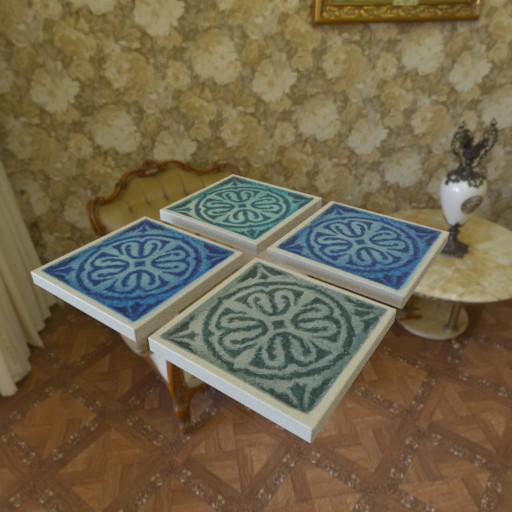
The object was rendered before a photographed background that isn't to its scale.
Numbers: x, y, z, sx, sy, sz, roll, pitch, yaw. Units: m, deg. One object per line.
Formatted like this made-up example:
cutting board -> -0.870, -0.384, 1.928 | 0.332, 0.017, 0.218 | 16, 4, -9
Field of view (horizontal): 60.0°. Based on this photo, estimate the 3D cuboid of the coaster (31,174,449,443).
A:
coaster -> 0.000, 0.000, 0.322 | 0.214, 0.010, 0.219 | 20, 37, 29
